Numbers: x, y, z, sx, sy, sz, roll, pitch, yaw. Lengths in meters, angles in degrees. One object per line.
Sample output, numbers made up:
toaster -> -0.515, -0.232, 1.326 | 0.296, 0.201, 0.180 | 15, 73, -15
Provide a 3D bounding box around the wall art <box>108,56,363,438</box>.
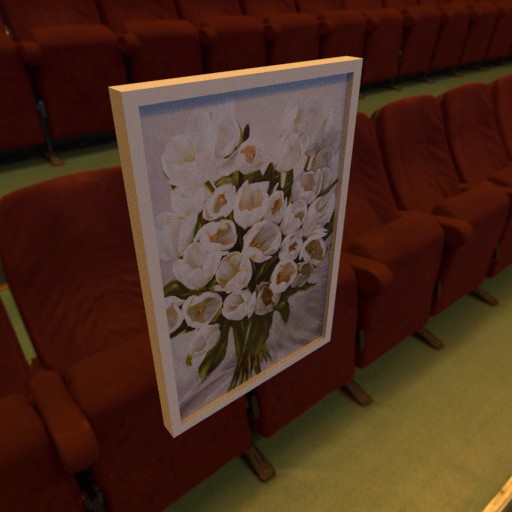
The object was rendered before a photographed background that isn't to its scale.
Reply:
wall art -> 0.000, 0.000, 0.548 | 0.293, 0.428, 0.025 | -23, 38, -32
